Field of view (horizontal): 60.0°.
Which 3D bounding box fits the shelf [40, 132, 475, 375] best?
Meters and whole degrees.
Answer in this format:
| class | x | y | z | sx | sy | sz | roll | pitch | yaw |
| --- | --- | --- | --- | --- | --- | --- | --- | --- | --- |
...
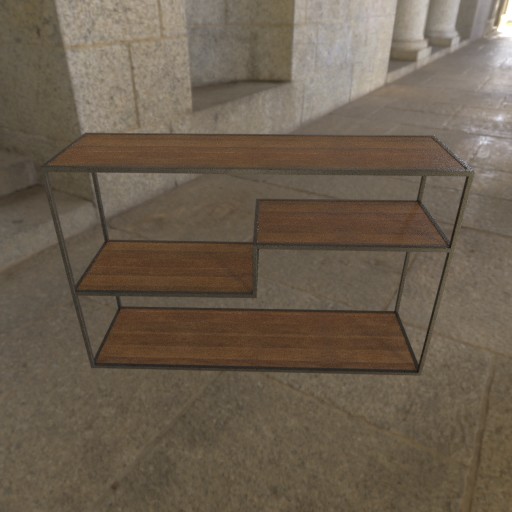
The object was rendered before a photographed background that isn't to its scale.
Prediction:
| class | x | y | z | sx | sy | sz | roll | pitch | yaw |
| --- | --- | --- | --- | --- | --- | --- | --- | --- | --- |
| shelf | 0.000 | 0.000 | 1.567 | 1.201 | 0.765 | 0.361 | 1 | 31 | 1 |
